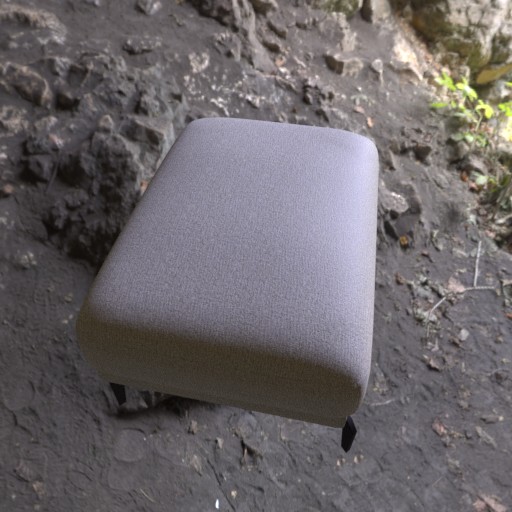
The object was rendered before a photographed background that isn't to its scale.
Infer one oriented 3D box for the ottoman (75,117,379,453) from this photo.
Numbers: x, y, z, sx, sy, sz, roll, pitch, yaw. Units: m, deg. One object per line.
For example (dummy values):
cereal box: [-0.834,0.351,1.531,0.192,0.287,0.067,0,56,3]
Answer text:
ottoman: [0.000,0.000,1.099,0.568,0.420,0.772,9,48,8]
